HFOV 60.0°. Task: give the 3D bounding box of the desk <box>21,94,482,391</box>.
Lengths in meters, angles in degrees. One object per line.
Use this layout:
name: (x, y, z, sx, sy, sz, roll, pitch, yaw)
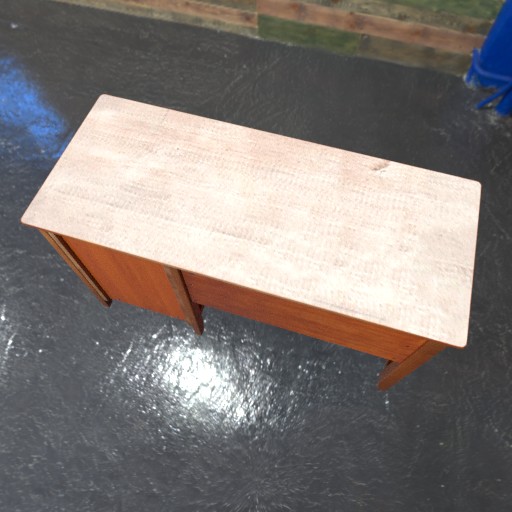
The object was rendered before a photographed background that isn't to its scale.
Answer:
desk: (0.000, 0.000, 1.733, 1.353, 0.756, 0.574, 15, 64, 8)
